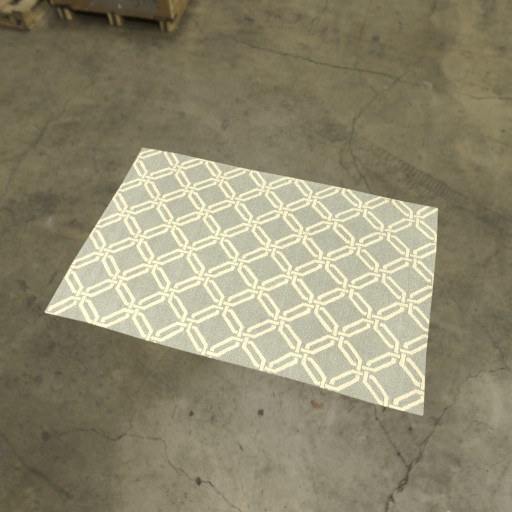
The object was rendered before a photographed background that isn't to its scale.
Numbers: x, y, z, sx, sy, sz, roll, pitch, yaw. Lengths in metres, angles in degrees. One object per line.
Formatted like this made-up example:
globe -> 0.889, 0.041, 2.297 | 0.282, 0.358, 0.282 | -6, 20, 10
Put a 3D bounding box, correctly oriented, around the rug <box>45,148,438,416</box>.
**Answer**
rug -> 0.000, 0.000, 2.246 | 1.754, 0.010, 1.148 | 13, 58, 8
